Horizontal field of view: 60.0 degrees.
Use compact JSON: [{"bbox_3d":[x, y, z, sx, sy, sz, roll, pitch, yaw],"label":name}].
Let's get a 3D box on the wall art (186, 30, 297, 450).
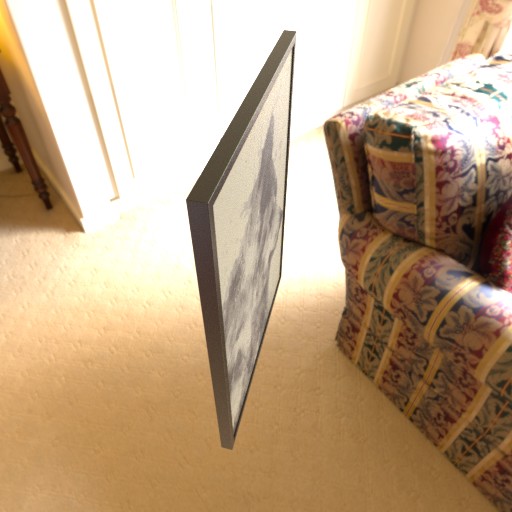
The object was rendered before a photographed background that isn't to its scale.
[{"bbox_3d":[0.000,0.000,1.384,0.039,1.061,0.804,10,47,10],"label":"wall art"}]
